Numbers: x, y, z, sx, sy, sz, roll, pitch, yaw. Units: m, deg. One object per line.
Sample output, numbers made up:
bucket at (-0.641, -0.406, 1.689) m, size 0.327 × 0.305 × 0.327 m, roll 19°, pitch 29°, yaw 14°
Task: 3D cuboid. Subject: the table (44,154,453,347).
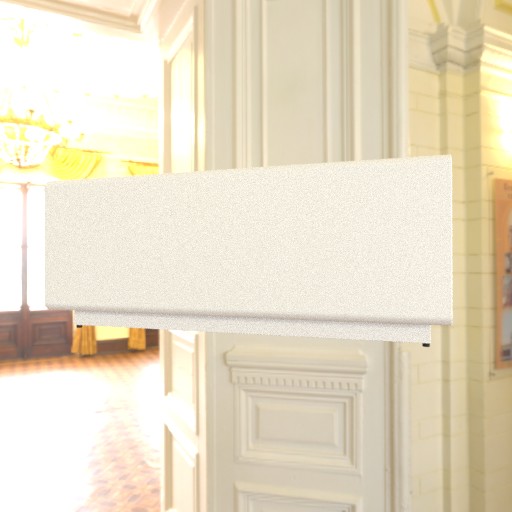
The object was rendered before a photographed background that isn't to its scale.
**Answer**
table at (0.000, 0.000, 1.432) m, size 1.097 × 0.442 × 0.639 m, roll 0°, pitch -1°, yaw 17°
